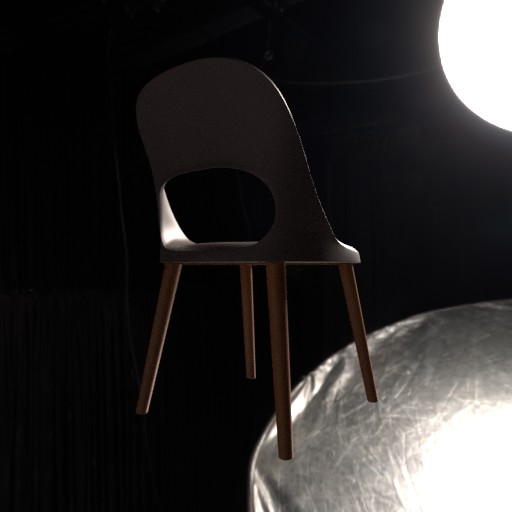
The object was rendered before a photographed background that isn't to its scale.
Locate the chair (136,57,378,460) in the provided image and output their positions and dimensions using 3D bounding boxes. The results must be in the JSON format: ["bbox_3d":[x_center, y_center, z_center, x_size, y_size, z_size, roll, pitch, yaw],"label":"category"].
[{"bbox_3d":[0.000,0.000,1.145,0.470,0.794,0.556,-1,-2,37],"label":"chair"}]
